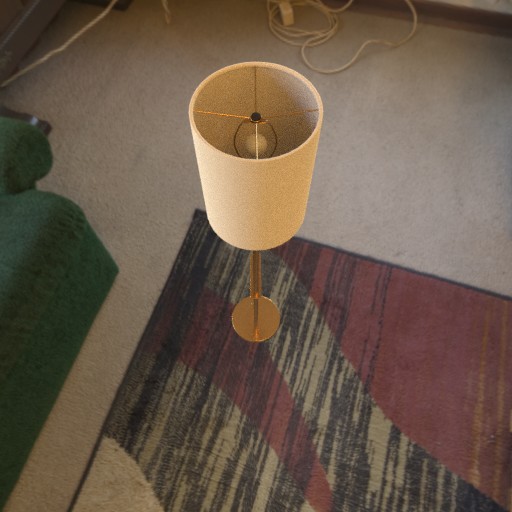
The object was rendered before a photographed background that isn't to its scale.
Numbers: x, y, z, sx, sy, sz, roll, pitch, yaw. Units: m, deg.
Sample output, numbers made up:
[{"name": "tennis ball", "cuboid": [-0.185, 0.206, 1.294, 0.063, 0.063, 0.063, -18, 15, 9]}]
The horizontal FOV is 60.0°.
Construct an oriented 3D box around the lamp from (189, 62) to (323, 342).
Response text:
[{"name": "lamp", "cuboid": [0.000, 0.000, 1.678, 0.305, 1.500, 0.306, -1, 63, 0]}]
